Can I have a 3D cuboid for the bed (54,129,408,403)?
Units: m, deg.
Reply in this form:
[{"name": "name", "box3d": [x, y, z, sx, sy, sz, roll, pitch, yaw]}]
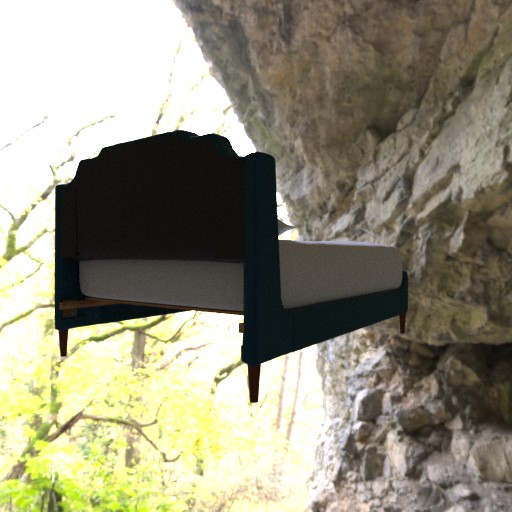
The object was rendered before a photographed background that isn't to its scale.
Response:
[{"name": "bed", "box3d": [0.000, 0.000, 3.415, 1.678, 1.338, 2.322, 0, 0, 36]}]
